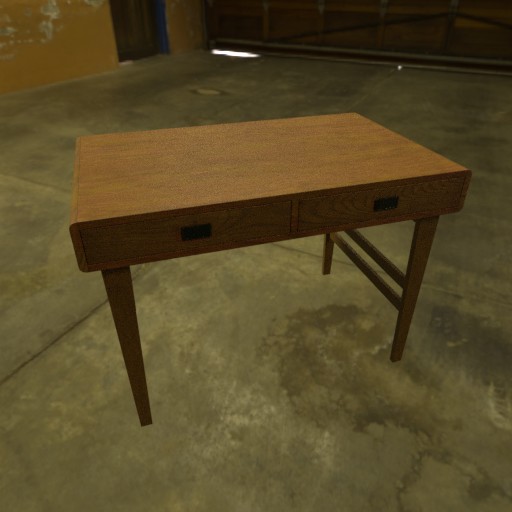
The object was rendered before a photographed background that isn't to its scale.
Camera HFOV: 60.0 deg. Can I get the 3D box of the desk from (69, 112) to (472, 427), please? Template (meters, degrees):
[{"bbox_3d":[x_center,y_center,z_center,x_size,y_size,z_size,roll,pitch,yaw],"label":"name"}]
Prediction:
[{"bbox_3d":[0.000,0.000,1.560,1.066,0.754,0.660,-10,33,-15],"label":"desk"}]
